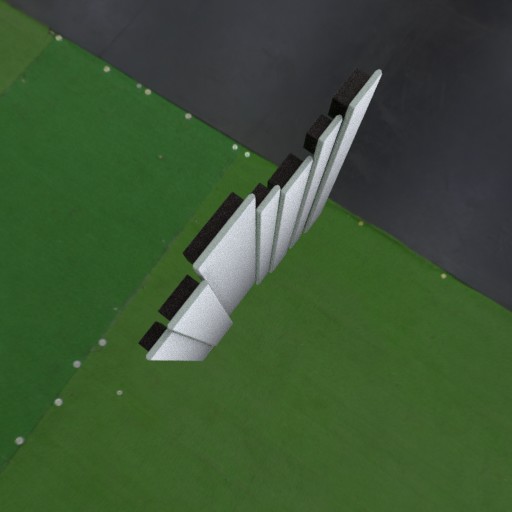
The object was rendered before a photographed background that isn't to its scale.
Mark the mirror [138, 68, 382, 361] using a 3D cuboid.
[{"bbox_3d":[0.000,0.000,0.793,0.058,0.611,0.445,36,79,8],"label":"mirror"}]
